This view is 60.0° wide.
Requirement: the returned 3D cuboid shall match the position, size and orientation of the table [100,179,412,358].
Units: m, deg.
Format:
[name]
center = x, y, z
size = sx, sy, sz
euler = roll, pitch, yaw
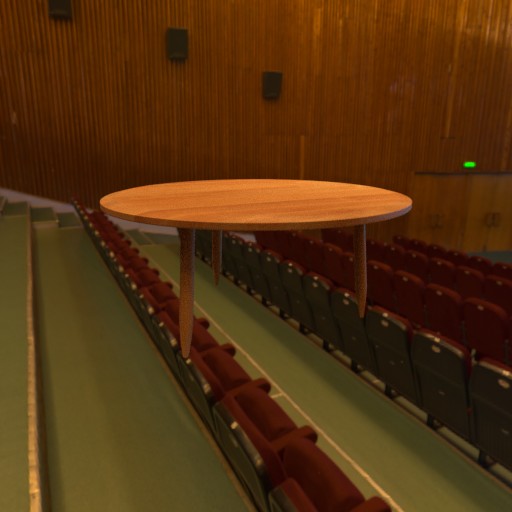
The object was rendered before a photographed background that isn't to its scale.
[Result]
[table]
center = 0.000, 0.000, 1.400
size = 0.900, 0.400, 0.900
euler = 0, 15, 0
